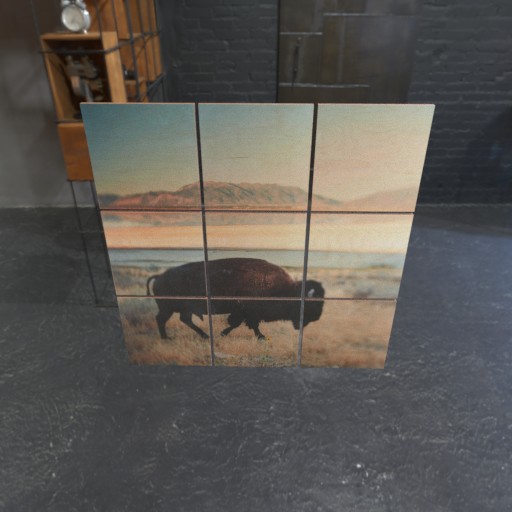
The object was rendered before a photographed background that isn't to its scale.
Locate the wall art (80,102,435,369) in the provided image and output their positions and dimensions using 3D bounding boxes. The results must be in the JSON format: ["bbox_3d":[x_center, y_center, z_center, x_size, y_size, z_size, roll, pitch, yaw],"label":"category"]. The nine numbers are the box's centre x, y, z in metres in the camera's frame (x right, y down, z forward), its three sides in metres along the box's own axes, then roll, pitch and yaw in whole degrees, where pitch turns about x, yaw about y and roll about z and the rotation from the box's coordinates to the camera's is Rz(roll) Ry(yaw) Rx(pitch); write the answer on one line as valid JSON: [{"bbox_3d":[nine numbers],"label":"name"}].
[{"bbox_3d":[0.000,0.000,1.364,0.906,0.904,0.018,1,30,1],"label":"wall art"}]
